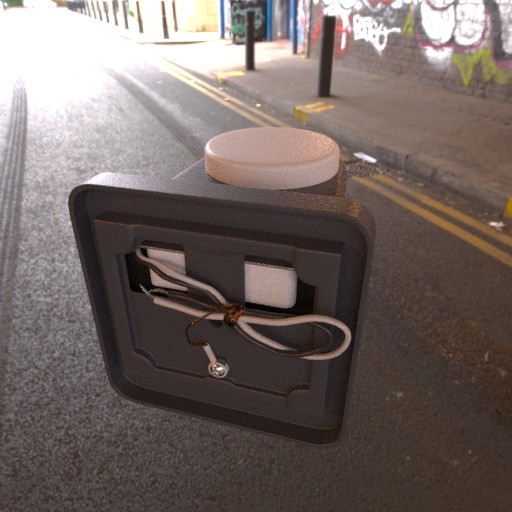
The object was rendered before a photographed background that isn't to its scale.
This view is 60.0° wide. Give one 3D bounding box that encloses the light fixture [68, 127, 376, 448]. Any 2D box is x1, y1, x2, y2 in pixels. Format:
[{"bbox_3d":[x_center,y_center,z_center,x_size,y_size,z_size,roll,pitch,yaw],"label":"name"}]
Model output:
[{"bbox_3d":[0.000,0.000,0.218,0.109,0.109,0.132,8,32,14],"label":"light fixture"}]
